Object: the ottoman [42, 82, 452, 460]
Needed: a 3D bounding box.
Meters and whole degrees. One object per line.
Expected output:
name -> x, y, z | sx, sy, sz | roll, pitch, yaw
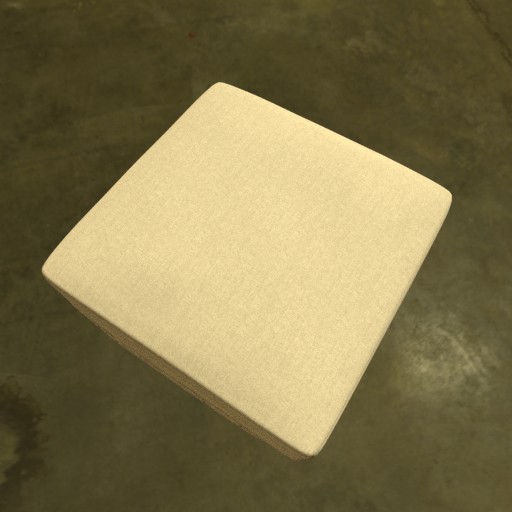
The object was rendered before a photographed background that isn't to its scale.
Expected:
ottoman -> 0.000, 0.000, 1.338 | 0.843, 0.436, 0.840 | 30, 67, 14
